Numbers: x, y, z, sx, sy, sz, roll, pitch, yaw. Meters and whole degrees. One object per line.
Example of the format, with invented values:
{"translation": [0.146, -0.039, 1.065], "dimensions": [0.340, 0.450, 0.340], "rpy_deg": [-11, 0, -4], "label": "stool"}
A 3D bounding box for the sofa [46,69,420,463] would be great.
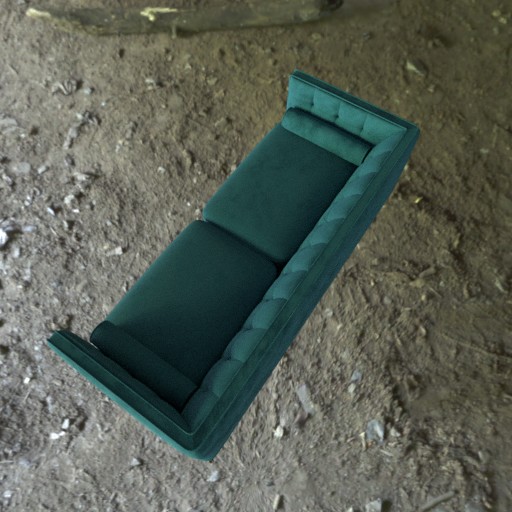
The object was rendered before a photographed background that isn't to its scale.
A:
{"translation": [0.000, 0.000, 2.544], "dimensions": [0.867, 0.789, 2.087], "rpy_deg": [32, 68, 15], "label": "sofa"}
